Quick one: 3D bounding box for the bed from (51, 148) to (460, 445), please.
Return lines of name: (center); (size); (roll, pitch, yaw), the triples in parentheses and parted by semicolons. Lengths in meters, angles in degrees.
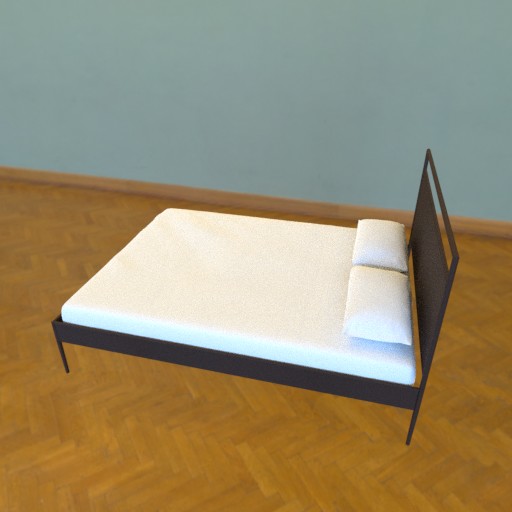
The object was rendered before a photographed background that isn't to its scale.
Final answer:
bed: (0.000, 0.000, 2.977); (2.122, 1.173, 1.572); (7, 31, 13)
